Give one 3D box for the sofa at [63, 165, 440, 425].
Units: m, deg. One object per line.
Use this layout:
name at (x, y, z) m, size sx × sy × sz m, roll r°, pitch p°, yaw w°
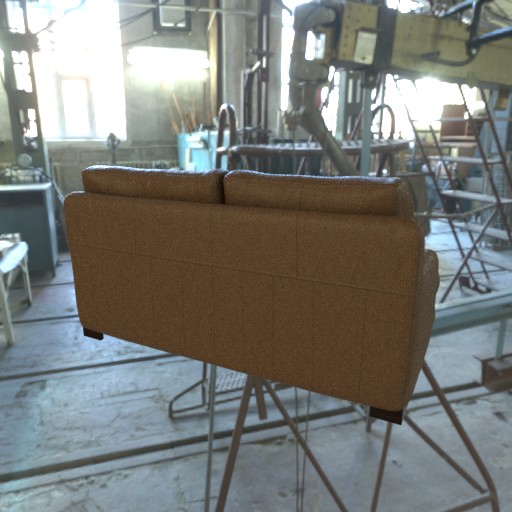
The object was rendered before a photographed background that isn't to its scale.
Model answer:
sofa at (0.000, 0.000, 2.440) m, size 1.855 × 0.980 × 0.962 m, roll 8°, pitch 17°, yaw 27°
